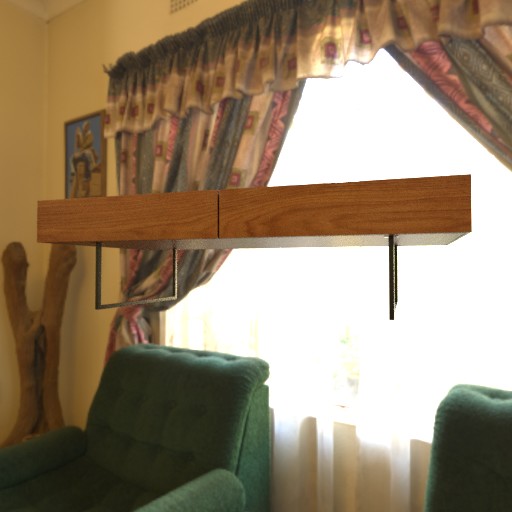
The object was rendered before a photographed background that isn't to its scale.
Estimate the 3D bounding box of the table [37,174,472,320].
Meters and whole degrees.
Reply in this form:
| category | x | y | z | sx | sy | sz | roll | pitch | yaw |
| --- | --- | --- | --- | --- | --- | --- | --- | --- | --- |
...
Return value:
| category | x | y | z | sx | sy | sz | roll | pitch | yaw |
| --- | --- | --- | --- | --- | --- | --- | --- | --- | --- |
| table | 0.000 | 0.000 | 1.437 | 1.194 | 0.330 | 0.610 | -1 | -2 | 19 |
